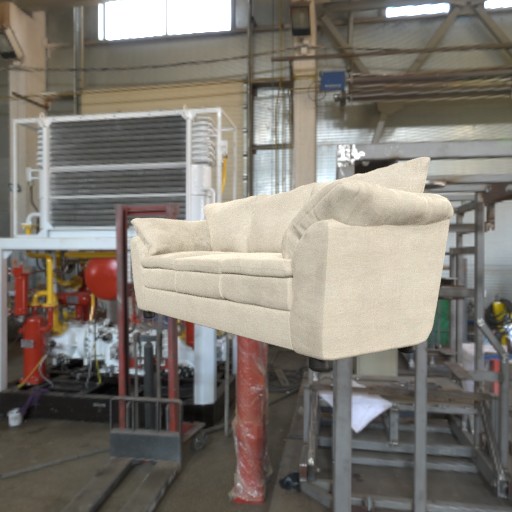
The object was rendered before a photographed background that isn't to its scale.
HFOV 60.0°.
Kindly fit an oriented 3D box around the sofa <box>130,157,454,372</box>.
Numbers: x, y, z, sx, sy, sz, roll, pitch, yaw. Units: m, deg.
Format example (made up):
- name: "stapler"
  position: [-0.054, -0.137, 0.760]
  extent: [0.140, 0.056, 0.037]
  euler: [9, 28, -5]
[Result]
- name: "sofa"
  position: [0.000, 0.000, 2.875]
  extent: [0.893, 0.981, 2.377]
  euler: [0, 0, -35]
